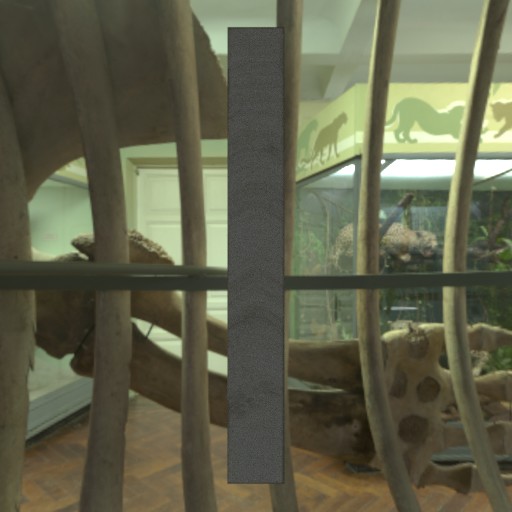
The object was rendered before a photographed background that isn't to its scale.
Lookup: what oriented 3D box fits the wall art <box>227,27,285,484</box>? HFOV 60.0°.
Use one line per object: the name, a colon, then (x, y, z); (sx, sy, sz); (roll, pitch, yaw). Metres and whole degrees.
wall art: (0.000, 0.000, 0.447); (0.038, 0.303, 0.305); (0, 0, 0)
